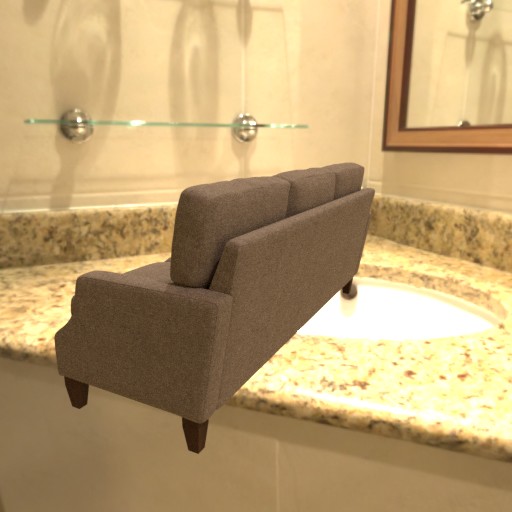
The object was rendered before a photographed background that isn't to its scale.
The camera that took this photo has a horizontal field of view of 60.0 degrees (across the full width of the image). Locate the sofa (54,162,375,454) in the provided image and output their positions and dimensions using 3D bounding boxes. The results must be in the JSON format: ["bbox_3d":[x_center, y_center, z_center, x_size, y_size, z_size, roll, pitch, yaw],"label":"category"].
[{"bbox_3d":[0.000,0.000,2.528,0.888,0.984,2.115,7,16,26],"label":"sofa"}]
